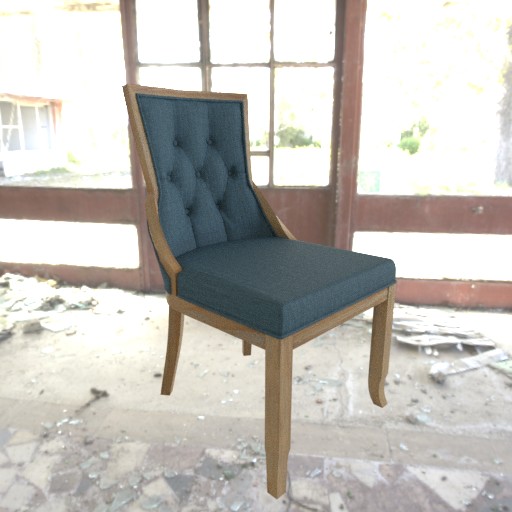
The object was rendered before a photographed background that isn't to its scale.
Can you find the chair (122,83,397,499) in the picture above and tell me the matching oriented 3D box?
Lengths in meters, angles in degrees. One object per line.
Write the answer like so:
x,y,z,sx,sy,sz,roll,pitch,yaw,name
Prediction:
0.000,0.000,1.294,0.641,0.947,0.524,15,21,42,chair
